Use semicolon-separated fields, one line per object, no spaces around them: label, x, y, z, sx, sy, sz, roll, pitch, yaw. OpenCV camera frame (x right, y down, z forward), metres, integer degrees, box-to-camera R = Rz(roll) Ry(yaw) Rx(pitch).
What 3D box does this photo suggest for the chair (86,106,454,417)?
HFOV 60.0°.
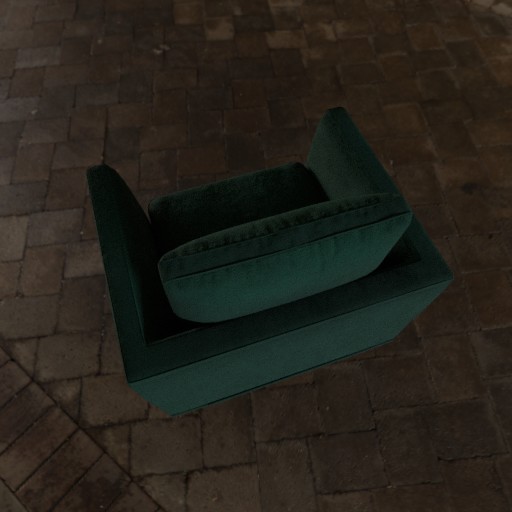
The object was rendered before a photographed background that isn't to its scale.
chair;0.000;0.000;1.716;1.047;0.997;0.852;-16;60;-10
